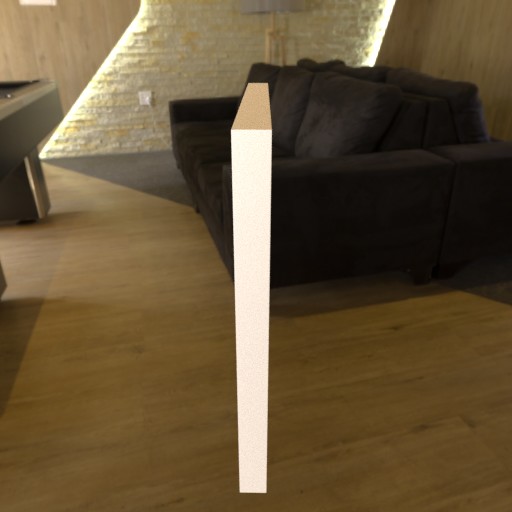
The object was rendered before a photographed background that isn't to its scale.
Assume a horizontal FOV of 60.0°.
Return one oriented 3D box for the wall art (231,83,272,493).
[{"bbox_3d":[0.000,0.000,0.753,0.038,0.508,0.507,0,26,1],"label":"wall art"}]
